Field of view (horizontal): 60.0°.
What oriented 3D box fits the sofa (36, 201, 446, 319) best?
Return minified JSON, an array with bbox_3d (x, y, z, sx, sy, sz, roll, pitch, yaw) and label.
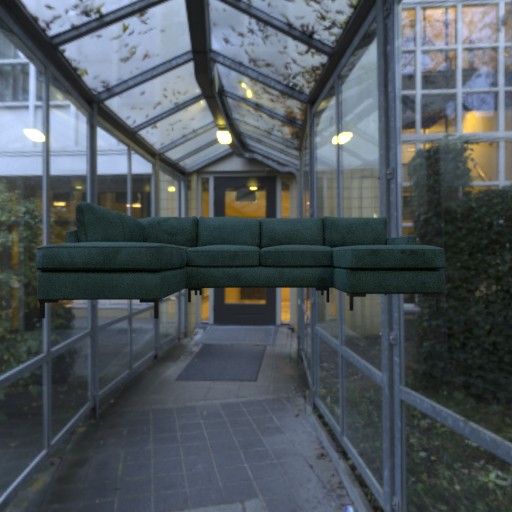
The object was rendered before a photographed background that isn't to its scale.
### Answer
[{"bbox_3d":[0.000,0.000,3.942,2.994,0.861,1.992,0,0,0],"label":"sofa"}]
